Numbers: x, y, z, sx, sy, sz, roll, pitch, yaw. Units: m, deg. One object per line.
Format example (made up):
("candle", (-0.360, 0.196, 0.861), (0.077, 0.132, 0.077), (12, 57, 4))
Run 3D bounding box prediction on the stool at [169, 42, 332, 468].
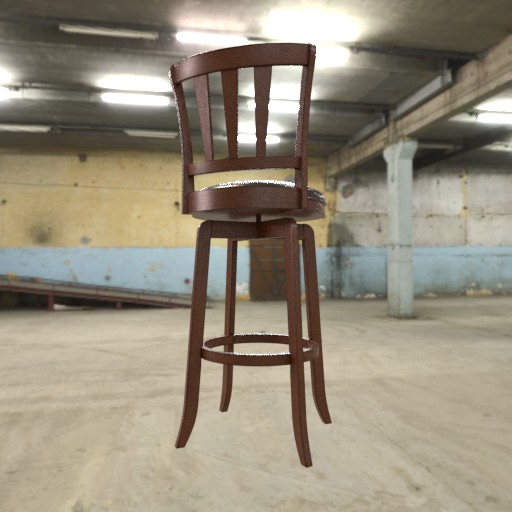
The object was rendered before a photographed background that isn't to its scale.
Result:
("stool", (0.000, 0.000, 1.450), (0.464, 1.177, 0.503), (0, -1, 18))
